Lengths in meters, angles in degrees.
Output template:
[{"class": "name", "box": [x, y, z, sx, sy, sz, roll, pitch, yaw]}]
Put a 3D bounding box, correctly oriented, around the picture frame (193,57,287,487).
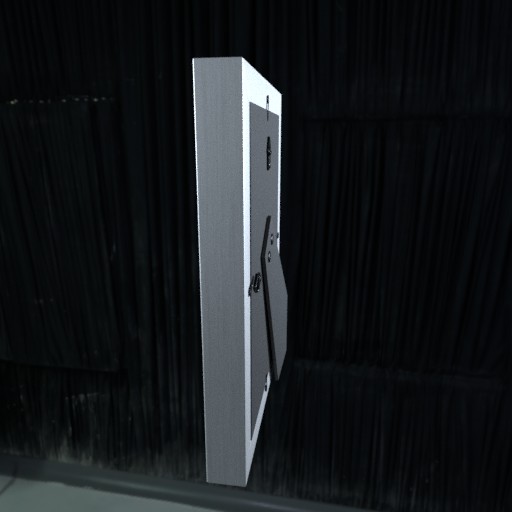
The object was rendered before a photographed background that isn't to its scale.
[{"class": "picture frame", "box": [0.000, 0.000, 0.281, 0.028, 0.208, 0.157, 2, 15, 8]}]
